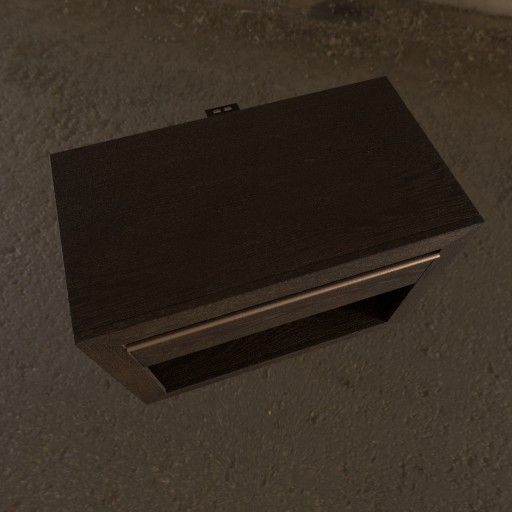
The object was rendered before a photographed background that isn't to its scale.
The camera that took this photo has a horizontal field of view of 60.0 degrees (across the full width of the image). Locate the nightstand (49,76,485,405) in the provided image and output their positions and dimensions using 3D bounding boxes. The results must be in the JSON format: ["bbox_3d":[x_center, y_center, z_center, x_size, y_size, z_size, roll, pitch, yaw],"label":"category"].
[{"bbox_3d":[0.000,0.000,1.155,0.775,0.612,0.457,-16,63,-8],"label":"nightstand"}]
